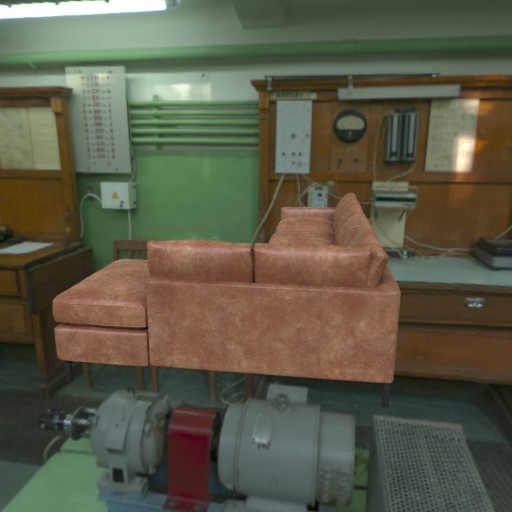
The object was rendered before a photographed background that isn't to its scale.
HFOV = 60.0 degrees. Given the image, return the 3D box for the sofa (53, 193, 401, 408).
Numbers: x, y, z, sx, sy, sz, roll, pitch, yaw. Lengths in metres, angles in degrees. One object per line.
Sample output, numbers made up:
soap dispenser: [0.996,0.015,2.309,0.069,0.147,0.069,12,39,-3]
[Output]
sofa: [0.000,0.000,3.809,1.938,0.877,2.984,2,15,8]
